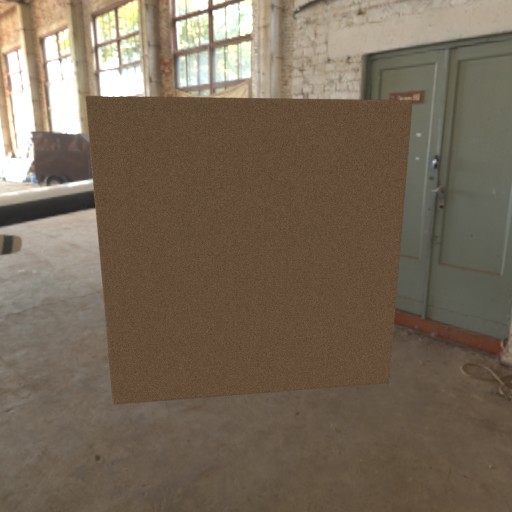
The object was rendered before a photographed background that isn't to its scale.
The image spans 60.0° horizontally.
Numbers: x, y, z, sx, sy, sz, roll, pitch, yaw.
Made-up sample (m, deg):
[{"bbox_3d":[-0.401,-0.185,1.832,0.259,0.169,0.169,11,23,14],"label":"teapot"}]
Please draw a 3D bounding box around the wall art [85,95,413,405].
[{"bbox_3d":[0.000,0.000,1.121,0.749,0.751,0.050,-2,14,-8],"label":"wall art"}]
